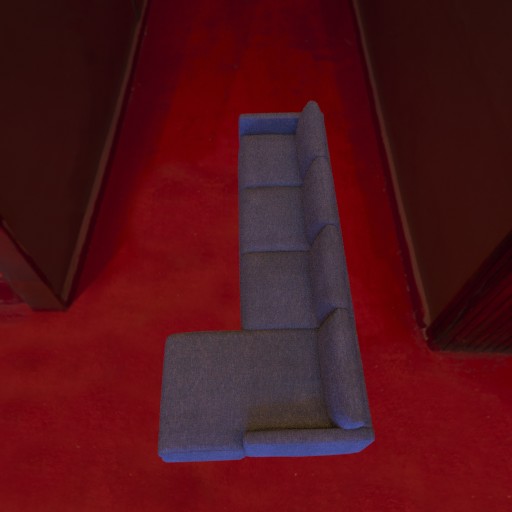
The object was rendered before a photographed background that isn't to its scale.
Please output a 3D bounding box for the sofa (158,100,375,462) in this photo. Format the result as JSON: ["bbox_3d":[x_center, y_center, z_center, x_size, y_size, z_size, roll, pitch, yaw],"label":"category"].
[{"bbox_3d":[0.000,0.000,3.544,1.350,0.810,2.932,-1,58,-1],"label":"sofa"}]
